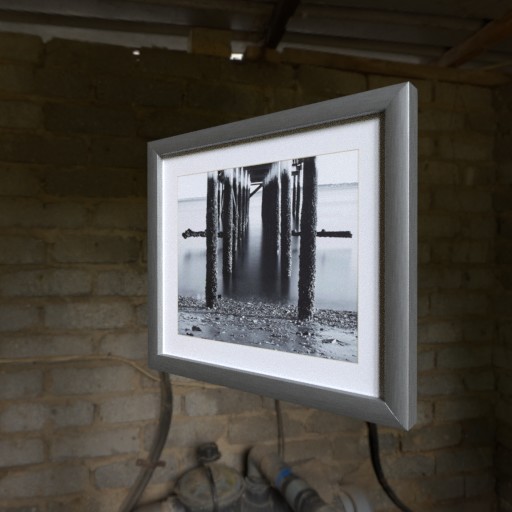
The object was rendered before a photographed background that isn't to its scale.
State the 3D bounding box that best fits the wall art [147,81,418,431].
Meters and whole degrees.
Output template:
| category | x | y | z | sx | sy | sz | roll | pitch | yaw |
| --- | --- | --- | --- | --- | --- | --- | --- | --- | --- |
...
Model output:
| category | x | y | z | sx | sy | sz | roll | pitch | yaw |
| --- | --- | --- | --- | --- | --- | --- | --- | --- | --- |
| wall art | 0.000 | 0.000 | 0.543 | 0.380 | 0.330 | 0.028 | 0 | 0 | 37 |
